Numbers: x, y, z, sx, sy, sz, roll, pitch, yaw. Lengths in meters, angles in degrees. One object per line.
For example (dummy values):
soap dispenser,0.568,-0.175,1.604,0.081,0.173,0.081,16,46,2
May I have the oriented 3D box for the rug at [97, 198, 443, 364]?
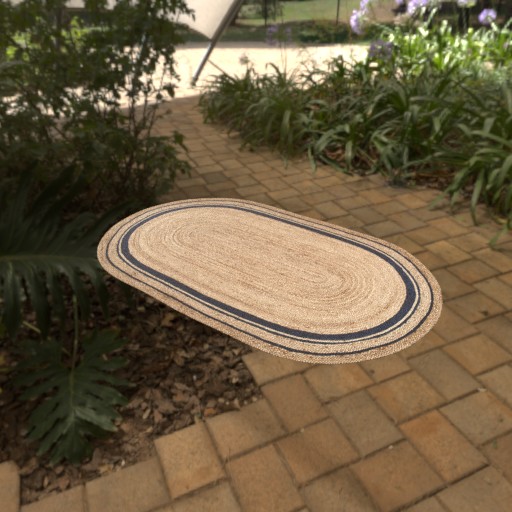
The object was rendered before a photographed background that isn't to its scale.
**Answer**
rug,0.000,0.000,3.025,2.432,0.006,1.520,20,36,32
